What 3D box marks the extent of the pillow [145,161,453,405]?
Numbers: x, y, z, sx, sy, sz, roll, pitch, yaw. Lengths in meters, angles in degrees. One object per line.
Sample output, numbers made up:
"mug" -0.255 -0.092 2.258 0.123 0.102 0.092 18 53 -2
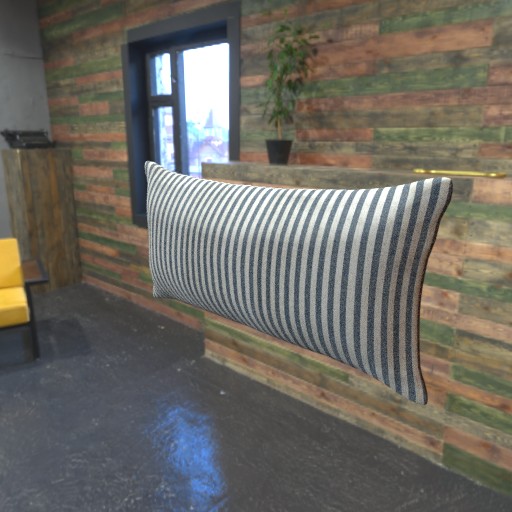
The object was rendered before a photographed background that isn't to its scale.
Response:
"pillow" 0.000 0.000 0.745 0.617 0.295 0.151 13 19 41
